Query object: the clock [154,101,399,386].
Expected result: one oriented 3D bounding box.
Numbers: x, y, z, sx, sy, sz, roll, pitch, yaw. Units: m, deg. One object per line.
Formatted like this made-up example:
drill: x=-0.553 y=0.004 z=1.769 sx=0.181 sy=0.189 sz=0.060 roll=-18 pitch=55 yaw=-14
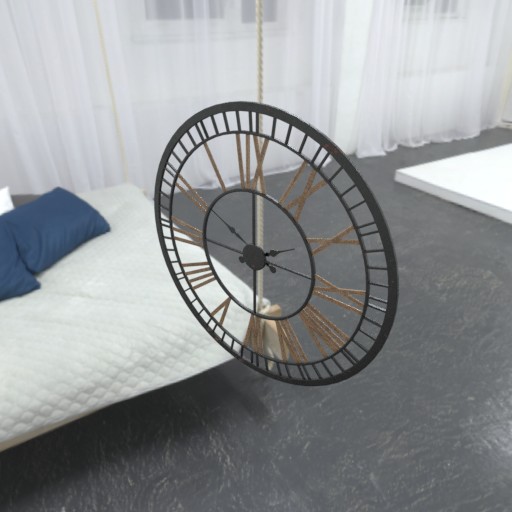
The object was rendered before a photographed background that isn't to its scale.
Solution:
clock: x=0.000 y=0.000 z=1.266 sx=0.843 sy=0.843 sz=0.025 roll=21 pitch=35 yaw=33
